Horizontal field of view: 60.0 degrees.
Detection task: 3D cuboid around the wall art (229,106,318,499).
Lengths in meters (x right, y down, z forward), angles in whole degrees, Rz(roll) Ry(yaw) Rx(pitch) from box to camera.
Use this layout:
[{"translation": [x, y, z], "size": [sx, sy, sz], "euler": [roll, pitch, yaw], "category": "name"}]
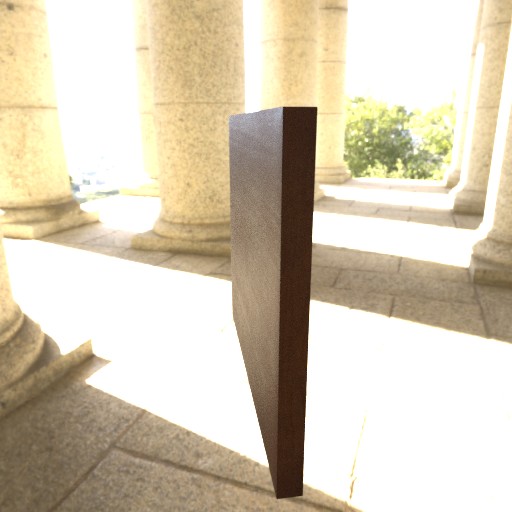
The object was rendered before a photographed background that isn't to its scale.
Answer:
[{"translation": [0.000, 0.000, 0.745], "size": [0.033, 0.457, 0.558], "euler": [-2, 17, -8], "category": "wall art"}]
